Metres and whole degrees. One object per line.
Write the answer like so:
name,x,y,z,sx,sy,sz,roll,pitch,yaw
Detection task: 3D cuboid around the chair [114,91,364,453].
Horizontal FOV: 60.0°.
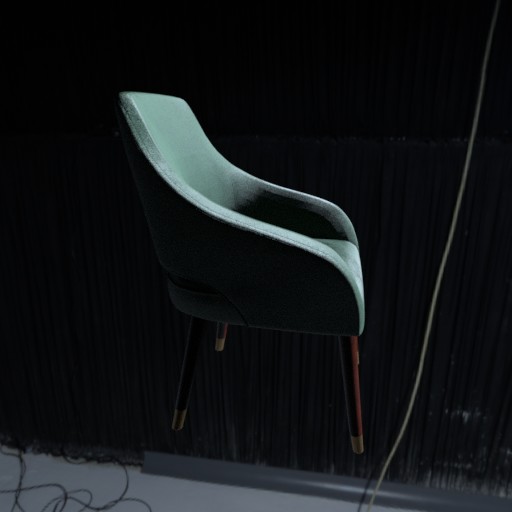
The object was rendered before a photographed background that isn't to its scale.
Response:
chair,0.000,0.000,1.554,0.794,1.081,0.683,3,18,10
